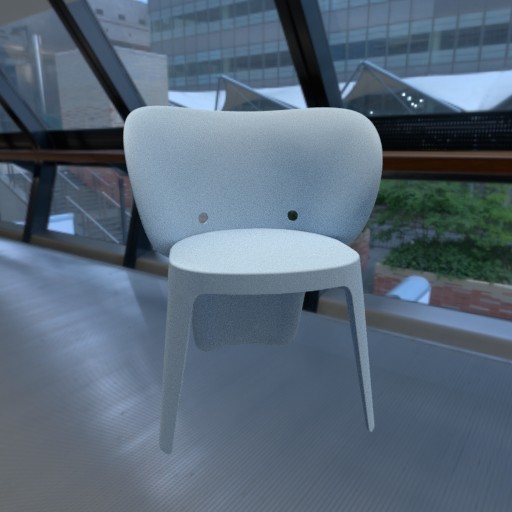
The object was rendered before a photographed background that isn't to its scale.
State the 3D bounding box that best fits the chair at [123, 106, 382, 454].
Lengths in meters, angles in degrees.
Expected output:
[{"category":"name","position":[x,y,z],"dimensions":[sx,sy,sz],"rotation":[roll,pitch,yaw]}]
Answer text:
[{"category":"chair","position":[0.000,0.000,0.840],"dimensions":[0.451,0.554,0.402],"rotation":[-2,15,-9]}]
